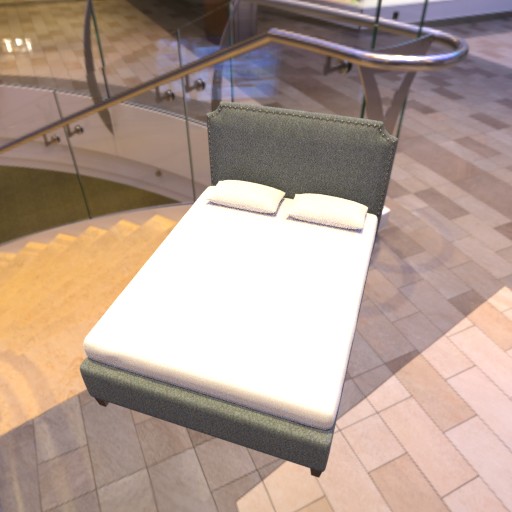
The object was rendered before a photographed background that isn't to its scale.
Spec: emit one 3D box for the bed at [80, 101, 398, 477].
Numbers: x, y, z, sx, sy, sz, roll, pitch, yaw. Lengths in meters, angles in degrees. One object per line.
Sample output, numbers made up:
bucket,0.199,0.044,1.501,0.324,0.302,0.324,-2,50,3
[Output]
bed,0.000,0.000,3.408,1.712,1.443,2.372,12,41,14
